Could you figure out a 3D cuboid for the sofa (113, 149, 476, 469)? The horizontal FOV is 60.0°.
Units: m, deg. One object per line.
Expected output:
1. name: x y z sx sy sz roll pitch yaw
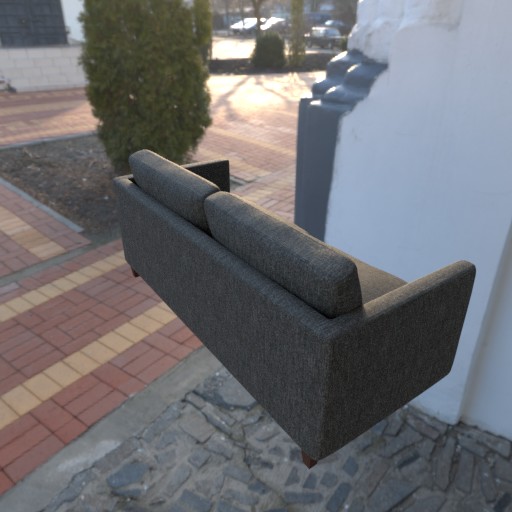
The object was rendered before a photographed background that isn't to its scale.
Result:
1. sofa: 0.000 0.000 2.657 0.948 0.960 2.208 -18 33 -31
